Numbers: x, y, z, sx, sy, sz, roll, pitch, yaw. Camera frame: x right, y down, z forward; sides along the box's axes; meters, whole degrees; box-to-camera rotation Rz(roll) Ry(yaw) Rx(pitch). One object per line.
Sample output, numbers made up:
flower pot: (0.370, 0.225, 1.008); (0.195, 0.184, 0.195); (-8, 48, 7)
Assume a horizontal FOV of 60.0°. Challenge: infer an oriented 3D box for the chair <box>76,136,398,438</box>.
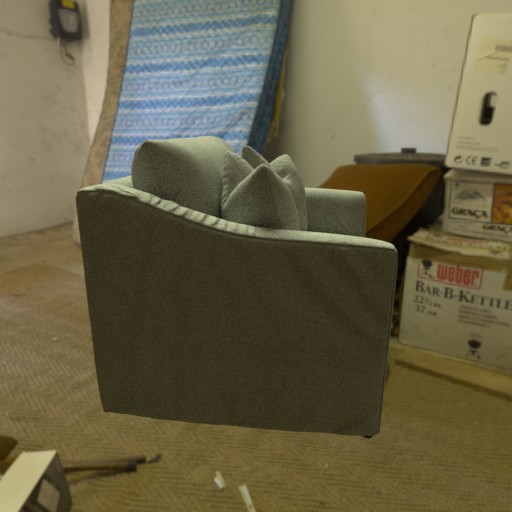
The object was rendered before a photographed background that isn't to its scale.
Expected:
chair: (0.000, 0.000, 2.037); (1.071, 1.059, 1.194); (2, 17, 8)
